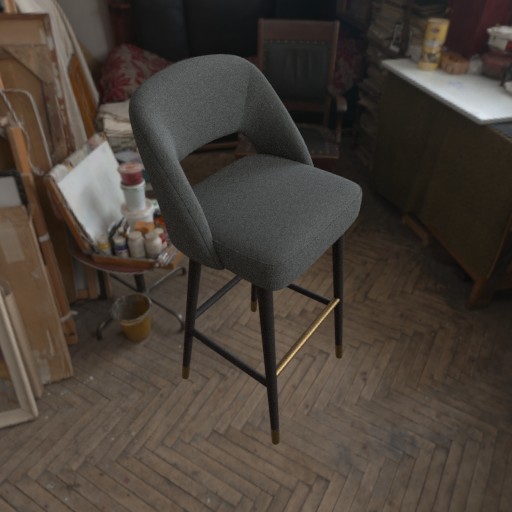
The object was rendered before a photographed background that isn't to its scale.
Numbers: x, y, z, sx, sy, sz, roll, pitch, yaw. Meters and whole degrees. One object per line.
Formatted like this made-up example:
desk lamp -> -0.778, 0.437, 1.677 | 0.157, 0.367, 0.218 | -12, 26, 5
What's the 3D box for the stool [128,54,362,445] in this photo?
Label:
stool -> 0.000, 0.000, 1.398 | 0.524, 1.089, 0.536 | 26, 46, 27
